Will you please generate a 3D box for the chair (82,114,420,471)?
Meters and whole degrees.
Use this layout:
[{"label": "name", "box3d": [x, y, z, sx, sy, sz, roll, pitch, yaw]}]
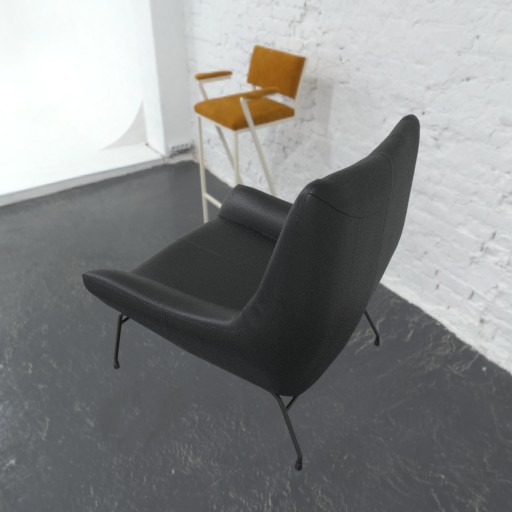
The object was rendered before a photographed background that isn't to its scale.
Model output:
[{"label": "chair", "box3d": [0.000, 0.000, 1.504, 0.826, 0.922, 0.836, 20, 38, 28]}]
